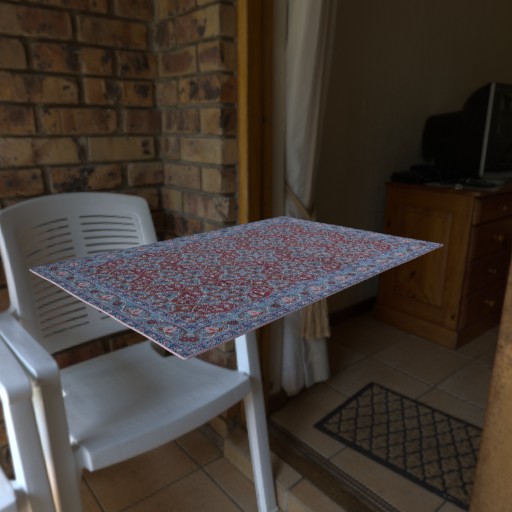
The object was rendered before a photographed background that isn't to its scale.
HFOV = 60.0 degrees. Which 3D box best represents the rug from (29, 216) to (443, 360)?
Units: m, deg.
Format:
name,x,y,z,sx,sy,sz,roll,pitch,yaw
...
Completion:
name,x,y,z,sx,sy,sz,roll,pitch,yaw
rug,0.000,0.000,2.312,1.219,0.009,1.829,15,22,42
